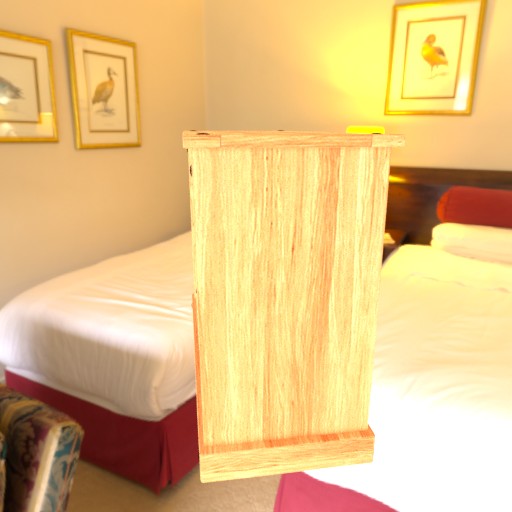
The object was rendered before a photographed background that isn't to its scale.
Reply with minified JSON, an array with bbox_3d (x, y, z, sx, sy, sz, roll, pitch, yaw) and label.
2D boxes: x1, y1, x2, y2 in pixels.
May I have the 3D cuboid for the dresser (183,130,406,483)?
[{"bbox_3d":[0.000,0.000,1.364,0.410,0.740,0.990,-2,16,-9],"label":"dresser"}]
